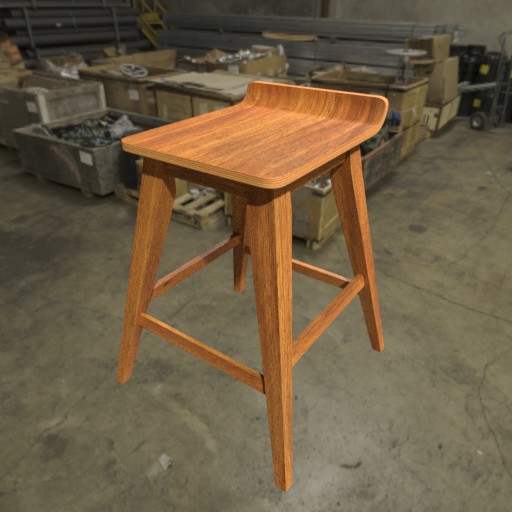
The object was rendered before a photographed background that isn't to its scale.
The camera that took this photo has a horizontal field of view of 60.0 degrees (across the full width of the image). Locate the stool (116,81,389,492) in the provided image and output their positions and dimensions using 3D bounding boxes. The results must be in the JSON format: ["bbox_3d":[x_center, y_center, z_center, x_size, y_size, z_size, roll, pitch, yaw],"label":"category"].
[{"bbox_3d":[0.000,0.000,0.991,0.500,0.650,0.500,20,36,30],"label":"stool"}]
